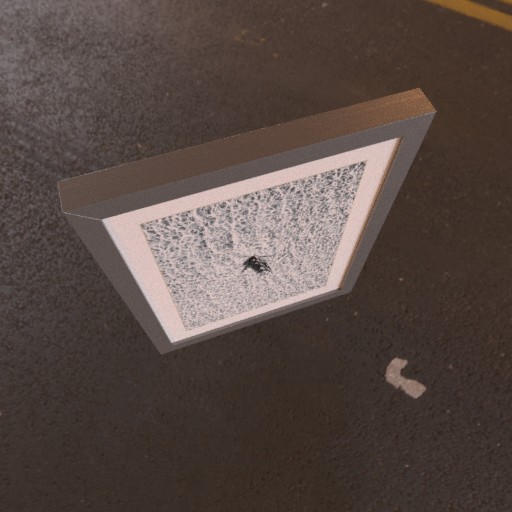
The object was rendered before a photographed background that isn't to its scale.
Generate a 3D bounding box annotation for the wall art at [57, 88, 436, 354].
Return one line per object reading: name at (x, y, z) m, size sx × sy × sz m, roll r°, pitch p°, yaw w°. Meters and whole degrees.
wall art at (0.000, 0.000, 0.519) m, size 0.308 × 0.379 × 0.030 m, roll -17°, pitch 63°, yaw -9°
